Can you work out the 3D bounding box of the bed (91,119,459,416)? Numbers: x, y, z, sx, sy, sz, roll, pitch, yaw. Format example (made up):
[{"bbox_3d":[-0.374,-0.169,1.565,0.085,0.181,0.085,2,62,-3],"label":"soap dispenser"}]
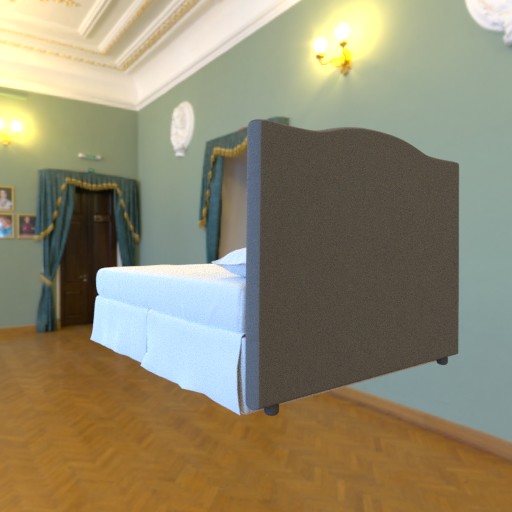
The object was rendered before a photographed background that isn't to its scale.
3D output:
[{"bbox_3d":[0.000,0.000,3.372,1.821,1.436,2.282,-1,1,-37],"label":"bed"}]
